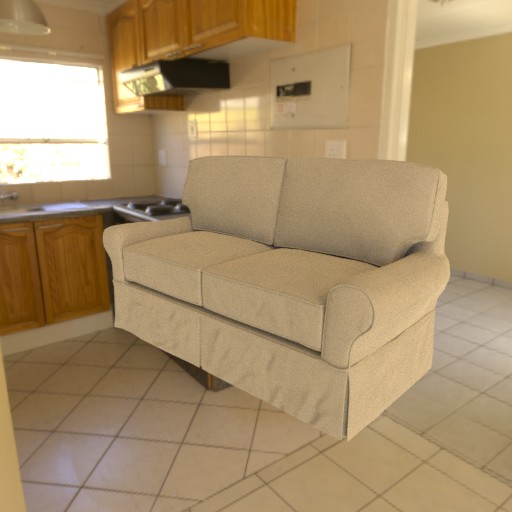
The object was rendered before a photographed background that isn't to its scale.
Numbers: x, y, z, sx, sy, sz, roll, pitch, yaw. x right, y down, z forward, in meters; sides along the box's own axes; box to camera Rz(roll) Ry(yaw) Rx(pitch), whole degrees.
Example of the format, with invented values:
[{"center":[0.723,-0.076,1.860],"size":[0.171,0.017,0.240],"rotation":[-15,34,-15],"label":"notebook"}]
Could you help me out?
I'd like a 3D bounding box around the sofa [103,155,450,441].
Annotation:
[{"center":[0.000,0.000,2.364],"size":[1.823,1.024,0.841],"rotation":[13,19,41],"label":"sofa"}]
